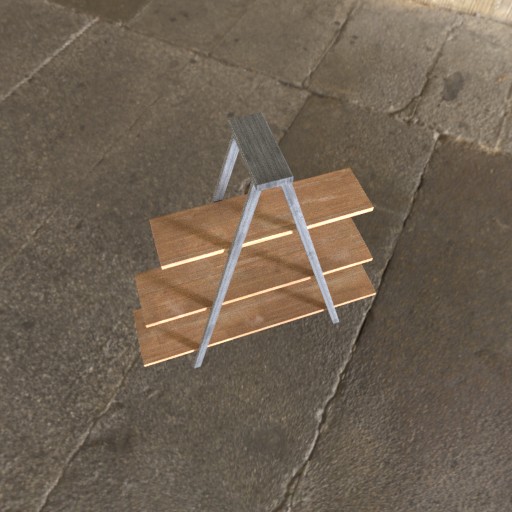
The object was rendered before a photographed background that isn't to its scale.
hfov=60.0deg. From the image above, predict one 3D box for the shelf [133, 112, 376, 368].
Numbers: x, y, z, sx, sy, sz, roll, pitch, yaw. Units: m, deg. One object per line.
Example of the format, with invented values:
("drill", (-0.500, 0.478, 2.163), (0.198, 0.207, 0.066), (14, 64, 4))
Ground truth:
("shelf", (0.000, 0.000, 2.704), (1.746, 1.808, 0.508), (-16, 60, -9))
